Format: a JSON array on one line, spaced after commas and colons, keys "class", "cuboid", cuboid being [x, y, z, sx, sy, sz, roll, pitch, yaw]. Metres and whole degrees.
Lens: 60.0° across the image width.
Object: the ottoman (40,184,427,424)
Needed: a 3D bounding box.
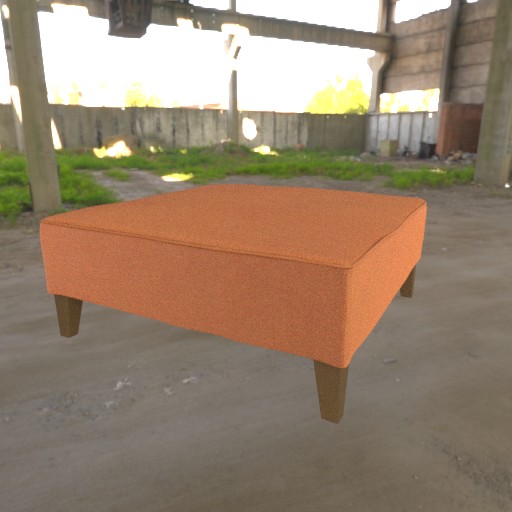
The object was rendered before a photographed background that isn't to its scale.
[{"class": "ottoman", "cuboid": [0.000, 0.000, 1.579, 0.997, 0.438, 0.999, 9, 18, 28]}]
